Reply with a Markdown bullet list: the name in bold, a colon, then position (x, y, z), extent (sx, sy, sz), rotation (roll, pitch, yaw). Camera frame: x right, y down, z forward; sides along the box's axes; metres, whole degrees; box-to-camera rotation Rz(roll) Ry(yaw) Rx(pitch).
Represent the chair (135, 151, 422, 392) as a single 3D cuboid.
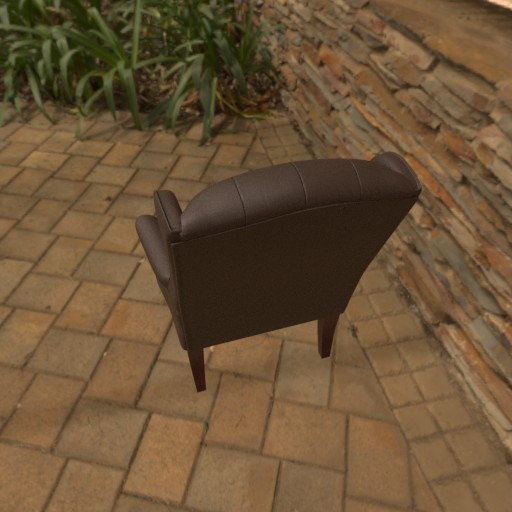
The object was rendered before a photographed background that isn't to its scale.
- **chair**: position (0.000, 0.000, 1.682), extent (0.829, 1.132, 0.819), rotation (-12, 43, -13)
